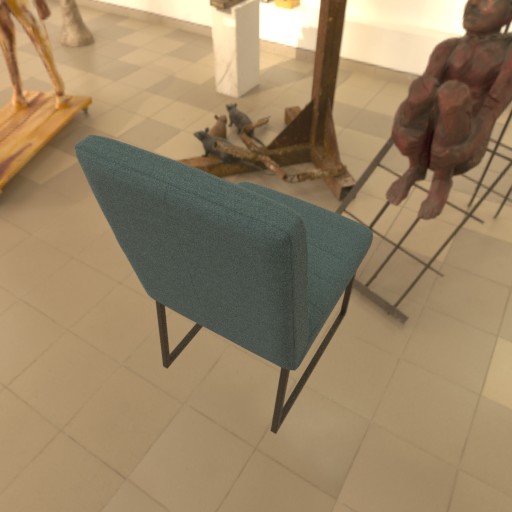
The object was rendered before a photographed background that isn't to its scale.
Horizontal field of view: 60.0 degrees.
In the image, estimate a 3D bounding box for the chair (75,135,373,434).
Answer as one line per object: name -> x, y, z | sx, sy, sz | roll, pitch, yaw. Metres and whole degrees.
chair -> 0.000, 0.000, 1.310 | 0.520, 0.930, 0.634 | 24, 51, 21
